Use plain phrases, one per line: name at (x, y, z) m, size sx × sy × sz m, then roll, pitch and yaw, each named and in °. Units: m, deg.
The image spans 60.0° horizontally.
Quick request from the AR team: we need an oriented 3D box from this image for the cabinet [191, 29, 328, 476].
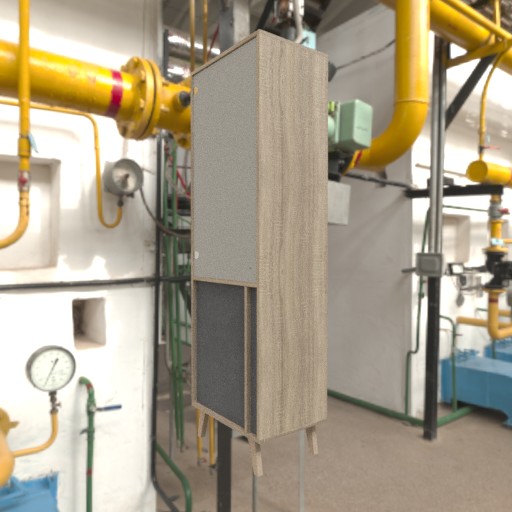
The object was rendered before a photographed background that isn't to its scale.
cabinet at (0.000, 0.000, 2.159) m, size 0.400 × 1.850 × 0.570 m, roll -1°, pitch 1°, yaw -37°
